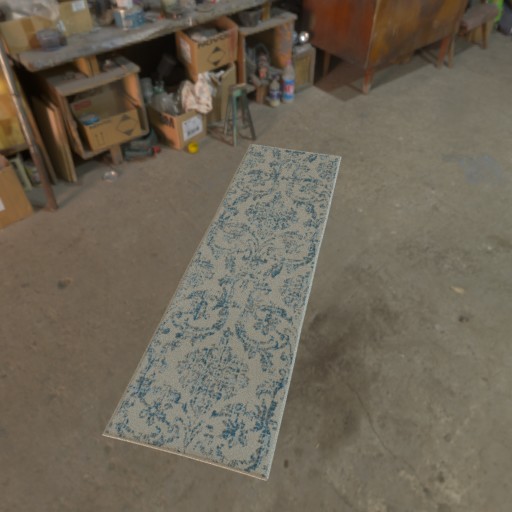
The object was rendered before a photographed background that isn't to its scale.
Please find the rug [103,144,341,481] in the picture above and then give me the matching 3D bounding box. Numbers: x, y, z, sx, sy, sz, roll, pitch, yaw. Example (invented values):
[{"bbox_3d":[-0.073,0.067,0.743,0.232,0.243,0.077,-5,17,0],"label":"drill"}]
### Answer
[{"bbox_3d":[0.000,0.000,2.410,0.662,0.011,2.196,11,46,10],"label":"rug"}]
